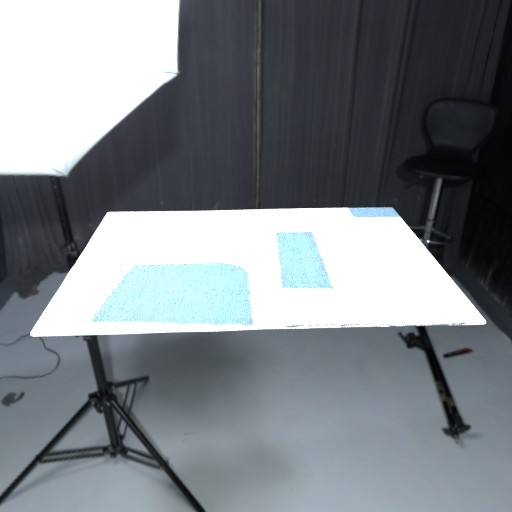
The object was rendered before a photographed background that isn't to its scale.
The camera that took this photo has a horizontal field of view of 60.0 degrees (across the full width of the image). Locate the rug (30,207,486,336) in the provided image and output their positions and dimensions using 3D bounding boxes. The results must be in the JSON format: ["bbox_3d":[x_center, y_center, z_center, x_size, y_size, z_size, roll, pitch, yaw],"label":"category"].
[{"bbox_3d":[0.000,0.000,2.331,1.847,0.020,1.238,-1,29,-2],"label":"rug"}]
